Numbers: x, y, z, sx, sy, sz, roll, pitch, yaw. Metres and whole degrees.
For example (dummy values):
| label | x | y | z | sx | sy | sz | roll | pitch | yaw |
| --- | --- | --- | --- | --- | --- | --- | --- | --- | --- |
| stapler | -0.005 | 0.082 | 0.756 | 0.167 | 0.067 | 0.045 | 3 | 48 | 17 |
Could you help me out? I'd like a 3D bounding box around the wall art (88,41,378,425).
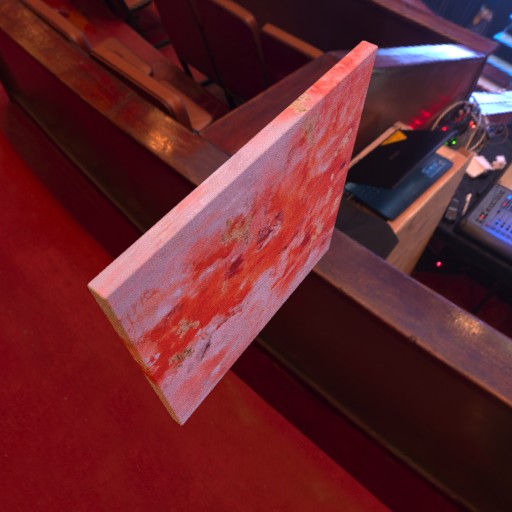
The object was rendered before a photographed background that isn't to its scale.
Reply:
| label | x | y | z | sx | sy | sz | roll | pitch | yaw |
| --- | --- | --- | --- | --- | --- | --- | --- | --- | --- |
| wall art | 0.000 | 0.000 | 1.078 | 0.064 | 0.746 | 0.747 | 33 | 63 | 20 |
